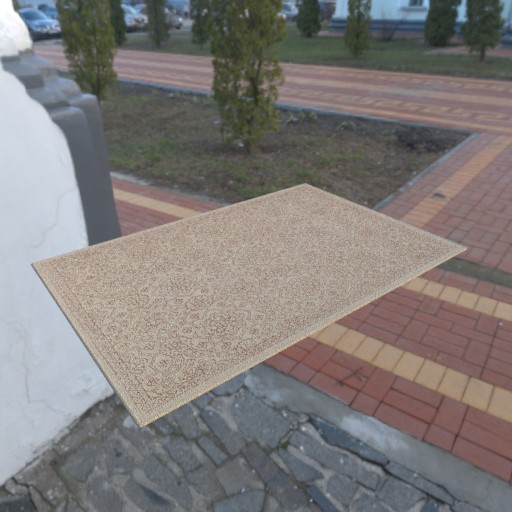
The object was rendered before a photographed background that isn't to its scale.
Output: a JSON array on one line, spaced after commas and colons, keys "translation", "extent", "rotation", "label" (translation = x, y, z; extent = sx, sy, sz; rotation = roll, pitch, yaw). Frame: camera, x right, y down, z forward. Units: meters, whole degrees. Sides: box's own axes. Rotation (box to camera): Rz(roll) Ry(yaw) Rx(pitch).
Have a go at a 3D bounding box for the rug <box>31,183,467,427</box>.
[{"translation": [0.000, 0.000, 2.223], "extent": [1.829, 0.010, 1.219], "rotation": [-21, 36, -32], "label": "rug"}]
